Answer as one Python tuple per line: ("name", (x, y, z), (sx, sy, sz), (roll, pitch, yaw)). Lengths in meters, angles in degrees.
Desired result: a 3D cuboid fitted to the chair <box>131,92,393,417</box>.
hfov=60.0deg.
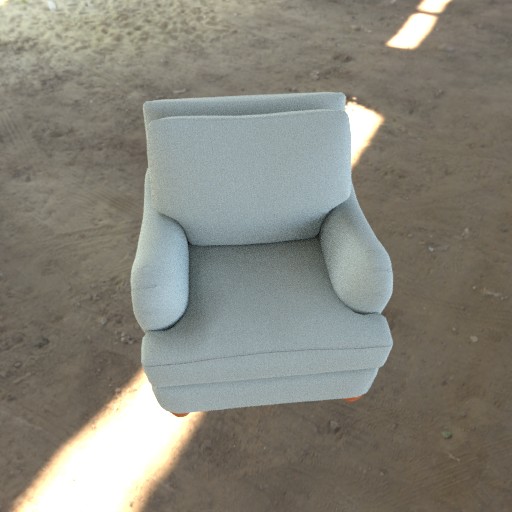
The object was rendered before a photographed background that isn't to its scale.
("chair", (0.000, 0.000, 1.916), (0.955, 1.038, 1.070), (-4, 47, -4))
